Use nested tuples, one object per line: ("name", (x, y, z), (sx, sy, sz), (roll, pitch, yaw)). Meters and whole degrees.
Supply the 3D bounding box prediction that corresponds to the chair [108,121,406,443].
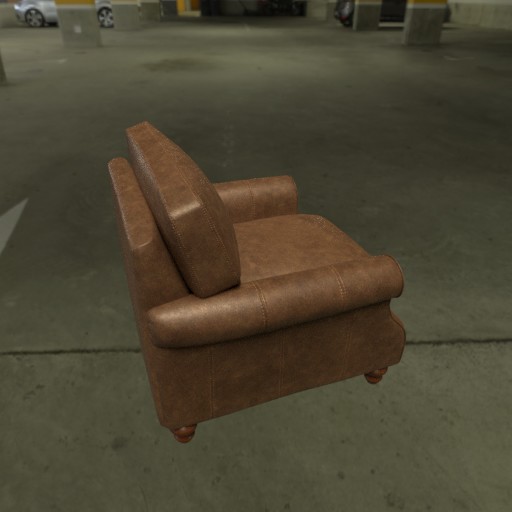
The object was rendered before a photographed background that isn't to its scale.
("chair", (0.000, 0.000, 1.785), (1.002, 0.976, 0.996), (-11, 32, -18))
